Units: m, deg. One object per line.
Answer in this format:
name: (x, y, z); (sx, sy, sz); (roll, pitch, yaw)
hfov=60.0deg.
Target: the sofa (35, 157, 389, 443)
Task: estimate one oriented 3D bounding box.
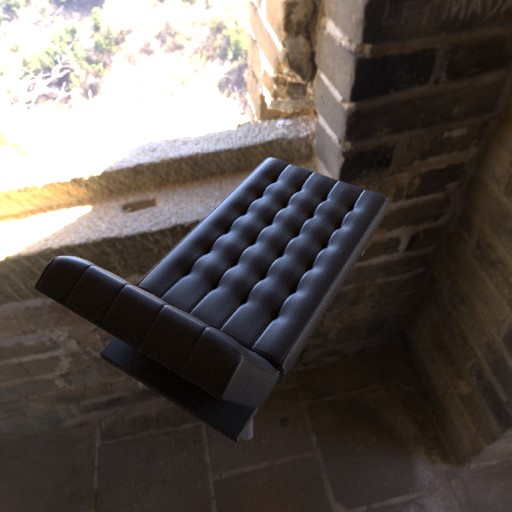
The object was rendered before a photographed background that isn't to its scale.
sofa: (0.000, 0.000, 2.014); (0.760, 0.820, 1.560); (24, 51, 21)
